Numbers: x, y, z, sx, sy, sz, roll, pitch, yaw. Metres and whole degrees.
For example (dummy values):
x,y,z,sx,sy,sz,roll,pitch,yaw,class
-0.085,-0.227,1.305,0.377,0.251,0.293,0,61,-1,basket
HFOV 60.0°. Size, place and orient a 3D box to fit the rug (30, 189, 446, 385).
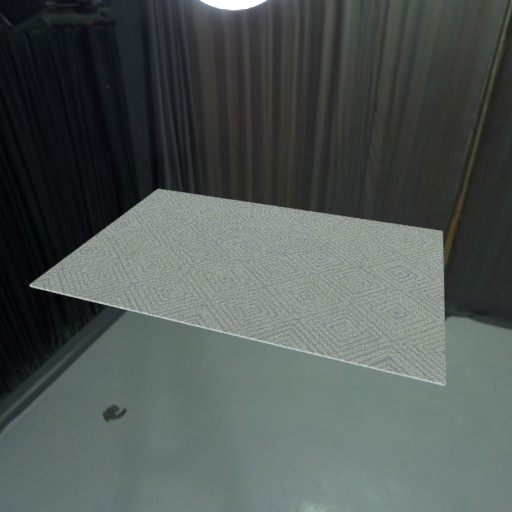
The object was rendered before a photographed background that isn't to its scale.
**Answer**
x,y,z,sx,sy,sz,roll,pitch,yaw,class
0.000,0.000,2.198,1.753,0.008,1.143,10,33,16,rug
